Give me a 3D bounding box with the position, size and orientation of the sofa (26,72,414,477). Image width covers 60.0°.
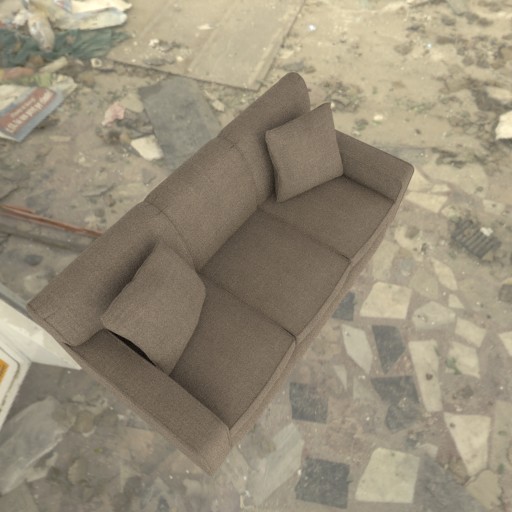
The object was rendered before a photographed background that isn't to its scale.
[{"bbox_3d":[0.000,0.000,2.498,0.997,0.958,2.024,31,62,19],"label":"sofa"}]
